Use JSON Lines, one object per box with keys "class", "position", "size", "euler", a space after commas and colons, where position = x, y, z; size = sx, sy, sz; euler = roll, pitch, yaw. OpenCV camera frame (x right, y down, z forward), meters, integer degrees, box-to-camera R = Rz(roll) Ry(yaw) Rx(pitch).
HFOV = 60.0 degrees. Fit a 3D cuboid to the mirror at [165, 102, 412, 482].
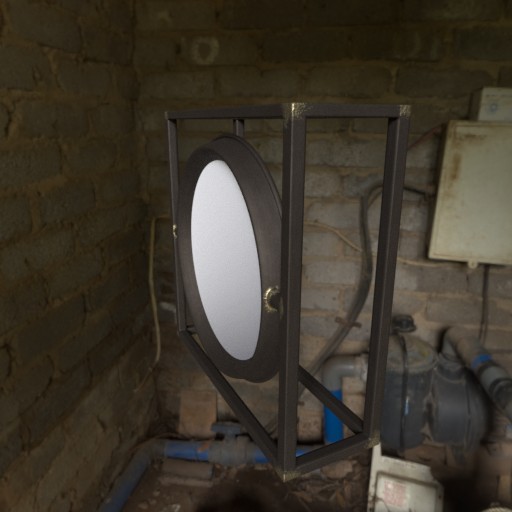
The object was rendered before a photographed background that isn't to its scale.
{"class": "mirror", "position": [0.000, 0.000, 0.482], "size": [0.107, 0.303, 0.306], "euler": [-8, 19, -25]}
